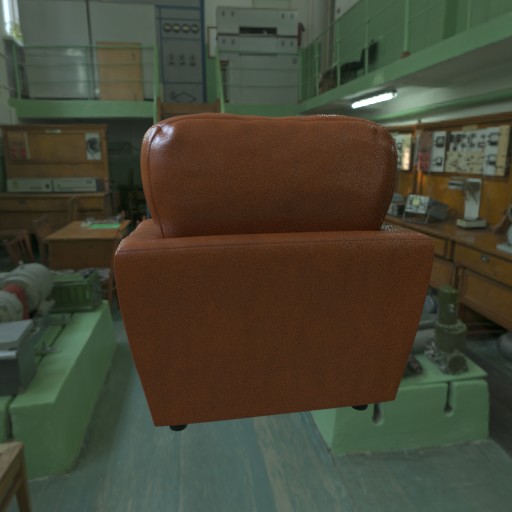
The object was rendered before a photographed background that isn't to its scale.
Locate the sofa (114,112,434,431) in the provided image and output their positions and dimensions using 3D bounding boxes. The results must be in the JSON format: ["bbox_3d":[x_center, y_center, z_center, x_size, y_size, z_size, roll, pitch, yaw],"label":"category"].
[{"bbox_3d":[0.000,0.000,1.489,0.836,0.876,0.789,-2,13,-10],"label":"sofa"}]
